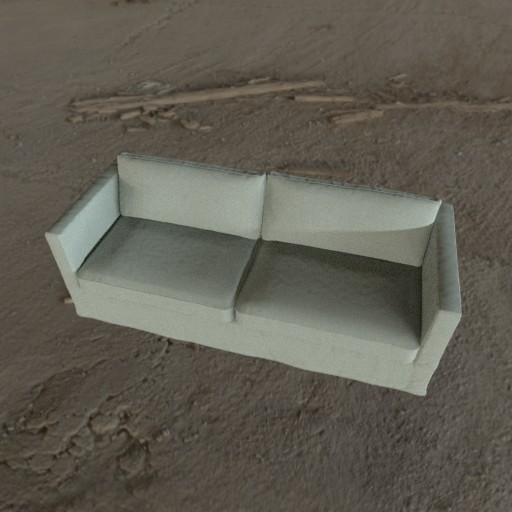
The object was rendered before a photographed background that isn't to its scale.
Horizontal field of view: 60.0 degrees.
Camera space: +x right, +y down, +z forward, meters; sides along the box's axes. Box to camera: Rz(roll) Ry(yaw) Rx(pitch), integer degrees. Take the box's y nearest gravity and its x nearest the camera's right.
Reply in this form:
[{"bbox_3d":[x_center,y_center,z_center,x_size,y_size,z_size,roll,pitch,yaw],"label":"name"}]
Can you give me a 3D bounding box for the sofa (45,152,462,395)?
[{"bbox_3d":[0.000,0.000,2.826,2.312,0.853,0.962,11,44,11],"label":"sofa"}]
